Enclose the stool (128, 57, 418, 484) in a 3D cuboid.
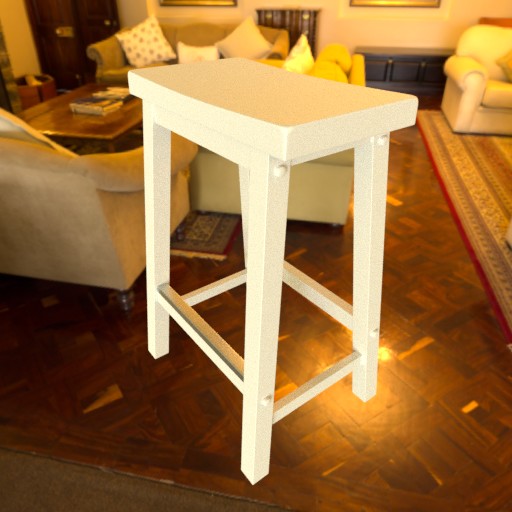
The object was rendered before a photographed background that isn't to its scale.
[{"bbox_3d":[0.000,0.000,0.817,0.322,0.610,0.406,-22,39,-31],"label":"stool"}]
